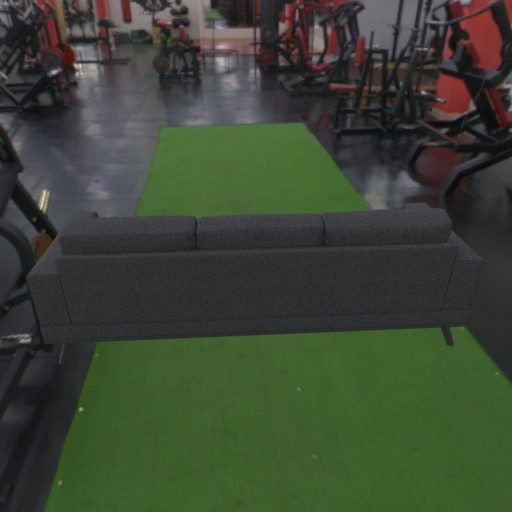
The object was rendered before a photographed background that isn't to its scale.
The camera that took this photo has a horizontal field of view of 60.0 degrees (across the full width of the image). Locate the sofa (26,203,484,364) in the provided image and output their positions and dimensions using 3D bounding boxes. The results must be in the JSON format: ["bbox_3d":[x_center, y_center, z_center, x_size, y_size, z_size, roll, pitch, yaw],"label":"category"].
[{"bbox_3d":[0.000,0.000,2.676,2.310,0.810,0.920,-2,30,-3],"label":"sofa"}]
